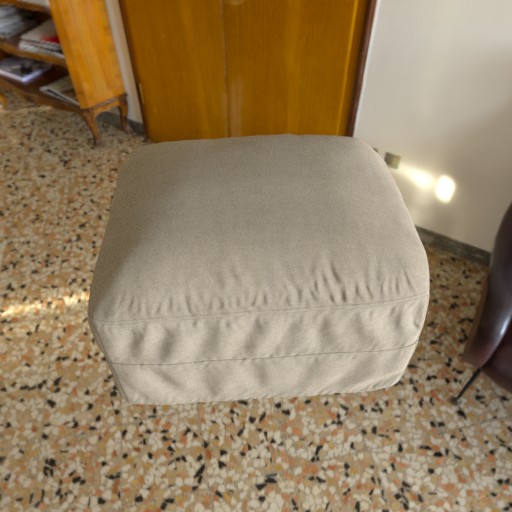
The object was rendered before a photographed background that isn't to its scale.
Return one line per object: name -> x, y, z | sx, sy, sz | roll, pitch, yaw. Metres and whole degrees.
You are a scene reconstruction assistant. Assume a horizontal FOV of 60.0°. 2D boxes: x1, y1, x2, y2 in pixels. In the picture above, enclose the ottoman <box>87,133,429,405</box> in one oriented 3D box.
ottoman -> 0.000, 0.000, 1.108 | 0.712, 0.480, 0.584 | -2, 46, -2
